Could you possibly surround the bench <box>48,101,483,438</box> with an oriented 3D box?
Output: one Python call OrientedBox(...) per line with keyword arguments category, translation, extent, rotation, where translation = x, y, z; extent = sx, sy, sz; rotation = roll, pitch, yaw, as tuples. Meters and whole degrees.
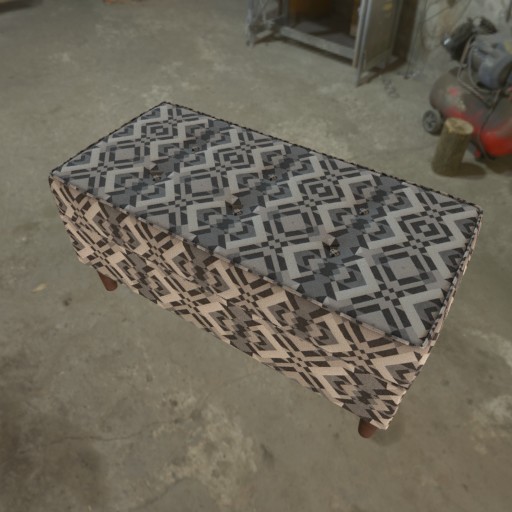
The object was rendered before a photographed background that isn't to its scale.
OrientedBox(category="bench", translation=(0.000, 0.000, 1.261), extent=(1.016, 0.477, 0.492), rotation=(25, 51, 22))
